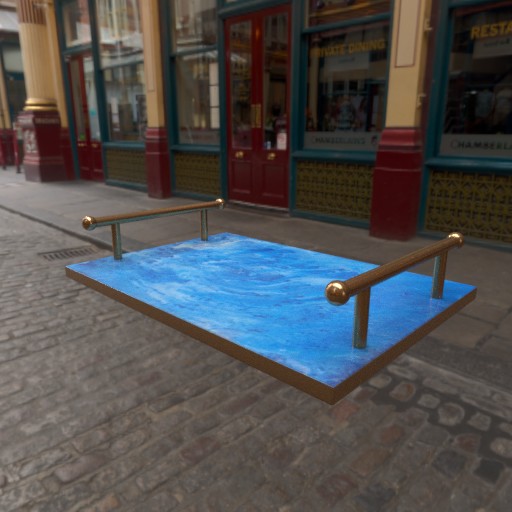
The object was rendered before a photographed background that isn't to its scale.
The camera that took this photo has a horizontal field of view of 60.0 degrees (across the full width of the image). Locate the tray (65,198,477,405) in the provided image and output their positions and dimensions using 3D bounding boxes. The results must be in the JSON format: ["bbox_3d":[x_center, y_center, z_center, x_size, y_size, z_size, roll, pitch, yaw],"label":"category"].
[{"bbox_3d":[0.000,0.000,0.565,0.444,0.084,0.304,14,21,42],"label":"tray"}]
